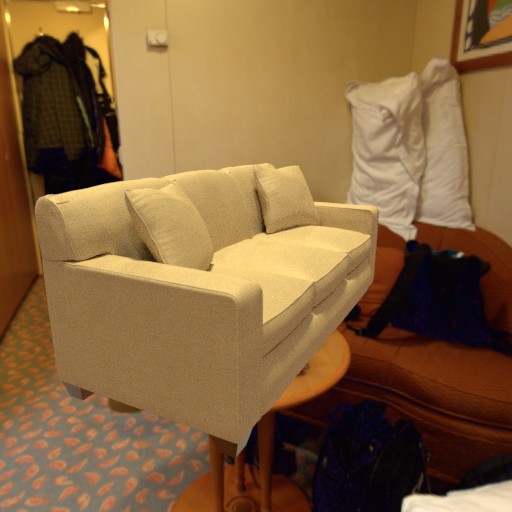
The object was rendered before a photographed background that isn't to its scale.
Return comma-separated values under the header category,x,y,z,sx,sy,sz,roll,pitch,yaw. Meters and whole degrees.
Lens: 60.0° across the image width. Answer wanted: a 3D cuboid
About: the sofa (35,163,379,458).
category,x,y,z,sx,sy,sz,roll,pitch,yaw
sofa,0.000,0.000,2.525,0.997,0.958,2.024,8,17,26
